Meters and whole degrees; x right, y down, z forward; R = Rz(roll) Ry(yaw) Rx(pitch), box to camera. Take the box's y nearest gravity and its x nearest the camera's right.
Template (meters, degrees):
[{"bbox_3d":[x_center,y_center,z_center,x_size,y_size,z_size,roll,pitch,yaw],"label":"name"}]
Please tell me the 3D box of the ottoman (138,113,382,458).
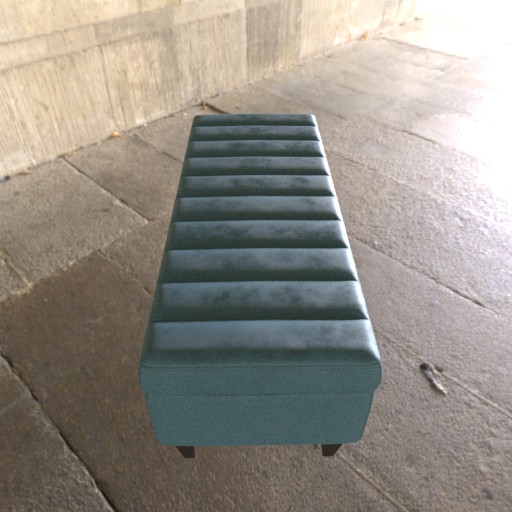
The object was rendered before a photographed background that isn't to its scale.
[{"bbox_3d":[0.000,0.000,1.392,0.482,0.469,1.151,0,41,-1],"label":"ottoman"}]
